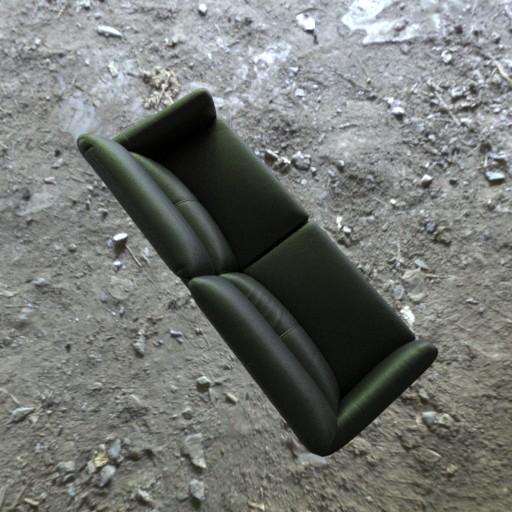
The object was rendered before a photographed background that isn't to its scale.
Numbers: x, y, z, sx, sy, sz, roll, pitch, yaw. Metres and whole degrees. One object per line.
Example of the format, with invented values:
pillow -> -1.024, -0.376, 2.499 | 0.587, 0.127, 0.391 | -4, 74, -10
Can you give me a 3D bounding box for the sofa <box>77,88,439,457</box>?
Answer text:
sofa -> 0.000, 0.000, 2.484 | 0.856, 0.957, 2.069 | -37, 77, -10
